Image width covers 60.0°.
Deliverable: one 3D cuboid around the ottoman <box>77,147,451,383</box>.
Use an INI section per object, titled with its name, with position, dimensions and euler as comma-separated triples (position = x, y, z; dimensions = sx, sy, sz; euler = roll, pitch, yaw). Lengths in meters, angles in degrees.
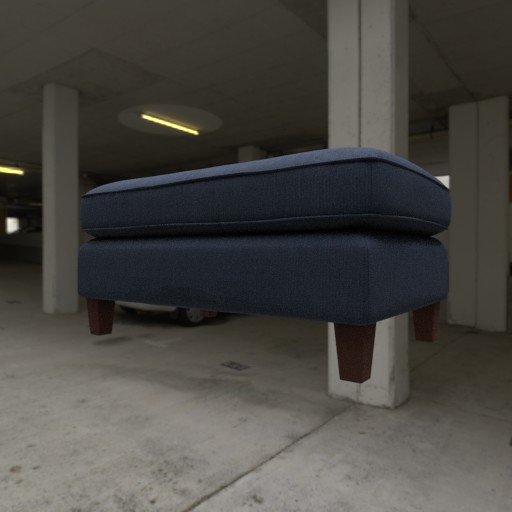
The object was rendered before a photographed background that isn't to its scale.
[ottoman]
position = 0.000, 0.000, 1.192
dimensions = 0.885, 0.438, 0.570
euler = 0, 0, 36
